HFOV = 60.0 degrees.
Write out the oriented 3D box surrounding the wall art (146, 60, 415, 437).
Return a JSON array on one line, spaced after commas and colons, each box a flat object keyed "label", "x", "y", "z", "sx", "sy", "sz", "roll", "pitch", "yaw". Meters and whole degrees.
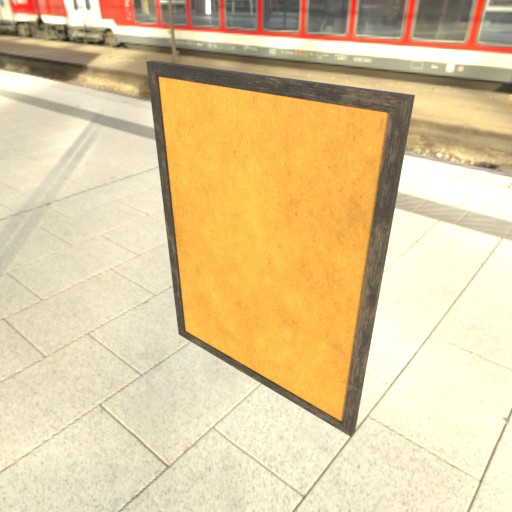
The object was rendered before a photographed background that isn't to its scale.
[{"label": "wall art", "x": 0.000, "y": 0.000, "z": 1.394, "sx": 0.812, "sy": 1.066, "sz": 0.029, "roll": 22, "pitch": 38, "yaw": 32}]
